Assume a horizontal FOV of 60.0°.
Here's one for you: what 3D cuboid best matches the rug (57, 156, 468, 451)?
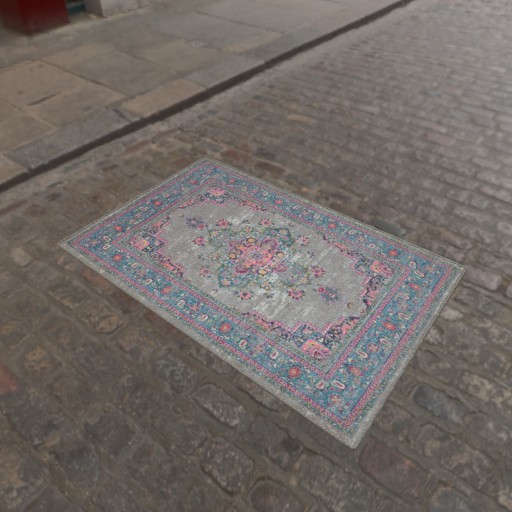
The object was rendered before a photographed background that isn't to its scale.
[{"bbox_3d":[0.000,0.000,2.237,1.748,0.014,1.144,28,49,27],"label":"rug"}]
